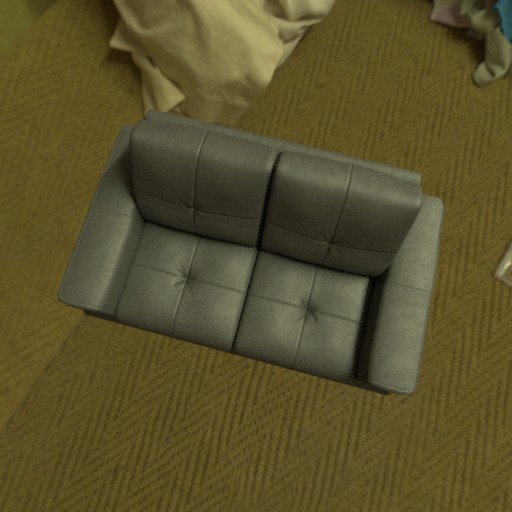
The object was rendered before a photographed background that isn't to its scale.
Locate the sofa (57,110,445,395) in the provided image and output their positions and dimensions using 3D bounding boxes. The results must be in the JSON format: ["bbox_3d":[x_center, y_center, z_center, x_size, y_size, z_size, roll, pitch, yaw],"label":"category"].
[{"bbox_3d":[0.000,0.000,2.297,1.806,0.907,1.018,14,77,3],"label":"sofa"}]
